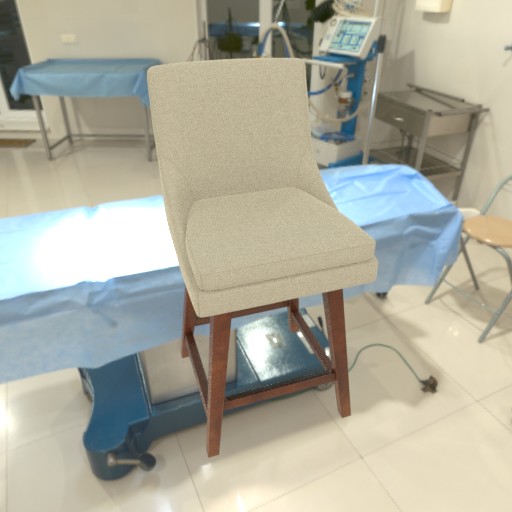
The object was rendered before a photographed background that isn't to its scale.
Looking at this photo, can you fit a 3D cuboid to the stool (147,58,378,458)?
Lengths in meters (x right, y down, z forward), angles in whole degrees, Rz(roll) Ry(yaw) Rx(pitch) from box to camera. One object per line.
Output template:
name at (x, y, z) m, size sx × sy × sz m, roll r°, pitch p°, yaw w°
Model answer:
stool at (0.000, 0.000, 1.295) m, size 0.469 × 0.991 × 0.559 m, roll -10°, pitch 34°, yaw -16°
